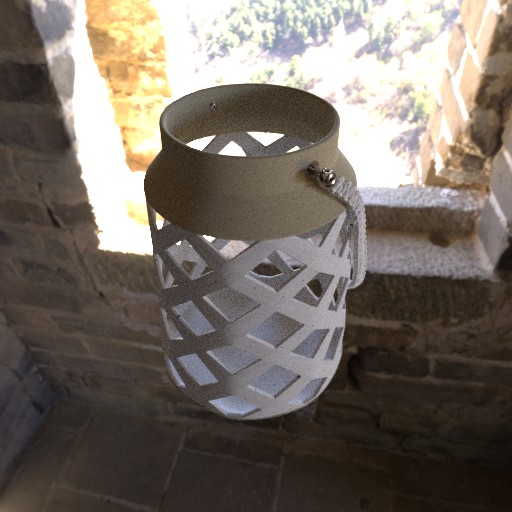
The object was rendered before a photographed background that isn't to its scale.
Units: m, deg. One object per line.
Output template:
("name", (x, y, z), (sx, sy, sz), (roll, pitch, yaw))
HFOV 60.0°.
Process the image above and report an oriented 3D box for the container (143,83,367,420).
("container", (0.000, 0.000, 0.396), (0.198, 0.264, 0.188), (-25, 47, -26))
